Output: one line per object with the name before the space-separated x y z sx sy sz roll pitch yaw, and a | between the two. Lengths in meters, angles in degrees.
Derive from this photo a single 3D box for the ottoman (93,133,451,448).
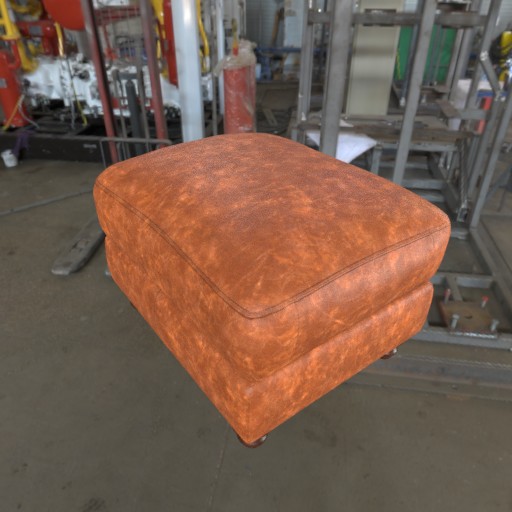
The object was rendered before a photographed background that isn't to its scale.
ottoman | 0.000 0.000 1.271 0.657 0.562 0.832 -22 39 -30
